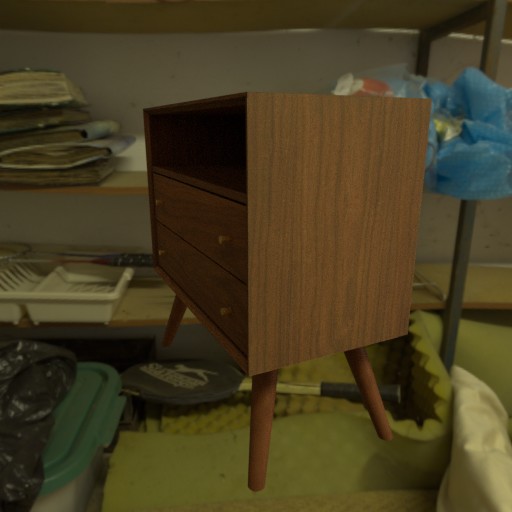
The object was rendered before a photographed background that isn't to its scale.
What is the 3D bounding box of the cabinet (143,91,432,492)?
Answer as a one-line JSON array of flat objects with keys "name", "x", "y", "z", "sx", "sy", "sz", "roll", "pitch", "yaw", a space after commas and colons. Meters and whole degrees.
[{"name": "cabinet", "x": 0.000, "y": 0.000, "z": 1.157, "sx": 0.388, "sy": 0.748, "sz": 0.712, "roll": -8, "pitch": 18, "yaw": -25}]
